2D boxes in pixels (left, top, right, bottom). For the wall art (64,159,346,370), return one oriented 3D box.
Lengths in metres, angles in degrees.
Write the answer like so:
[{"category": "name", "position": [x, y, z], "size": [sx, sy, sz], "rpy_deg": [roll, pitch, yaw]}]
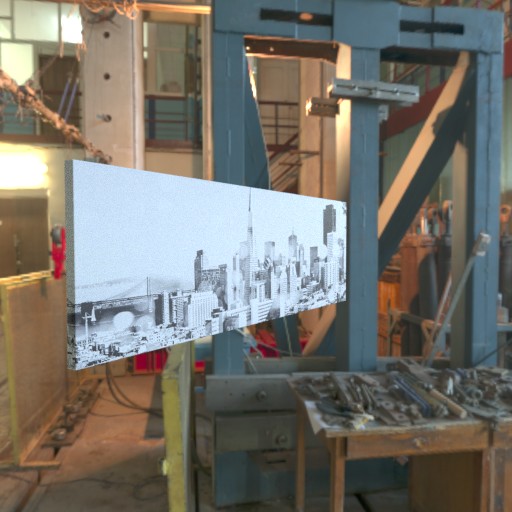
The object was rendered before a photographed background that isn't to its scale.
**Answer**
[{"category": "wall art", "position": [0.000, 0.000, 1.683], "size": [0.039, 0.507, 1.520], "rpy_deg": [2, 3, 36]}]
